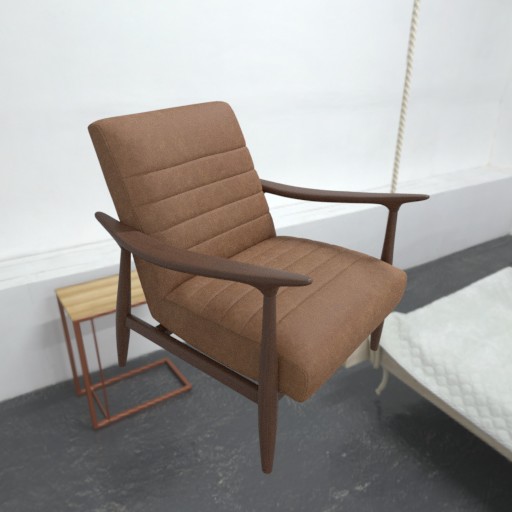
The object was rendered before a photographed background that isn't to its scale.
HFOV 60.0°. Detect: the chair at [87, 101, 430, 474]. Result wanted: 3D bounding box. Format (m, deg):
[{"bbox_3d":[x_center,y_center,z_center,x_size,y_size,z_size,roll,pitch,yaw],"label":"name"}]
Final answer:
[{"bbox_3d":[0.000,0.000,1.390,0.798,0.832,0.741,19,32,34],"label":"chair"}]
